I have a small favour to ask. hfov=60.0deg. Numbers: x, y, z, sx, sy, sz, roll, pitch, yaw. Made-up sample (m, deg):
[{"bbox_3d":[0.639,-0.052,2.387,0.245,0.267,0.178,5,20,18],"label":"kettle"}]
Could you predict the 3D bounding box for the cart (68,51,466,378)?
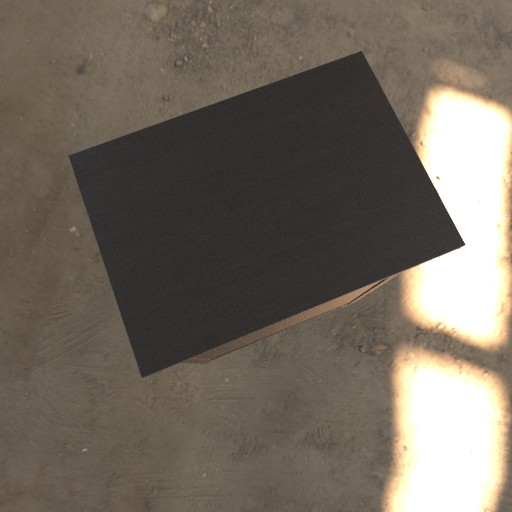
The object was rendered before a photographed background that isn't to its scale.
[{"bbox_3d":[0.000,0.000,1.273,0.660,0.879,0.456,-21,77,-5],"label":"cart"}]
